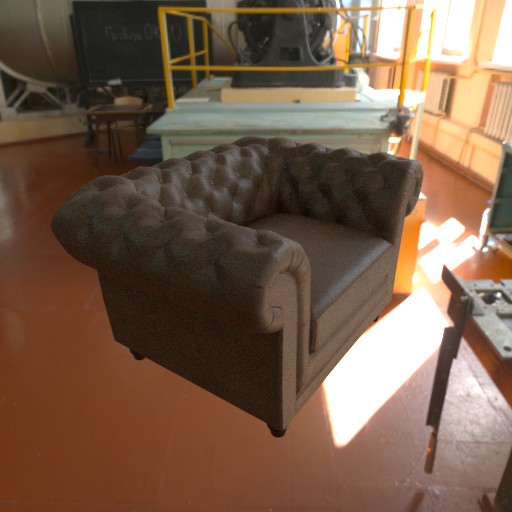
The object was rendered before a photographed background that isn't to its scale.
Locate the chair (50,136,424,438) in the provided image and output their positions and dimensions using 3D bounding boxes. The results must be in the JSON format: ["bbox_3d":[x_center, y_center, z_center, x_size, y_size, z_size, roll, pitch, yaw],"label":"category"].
[{"bbox_3d":[0.000,0.000,1.858,0.954,0.784,1.298,17,31,31],"label":"chair"}]
